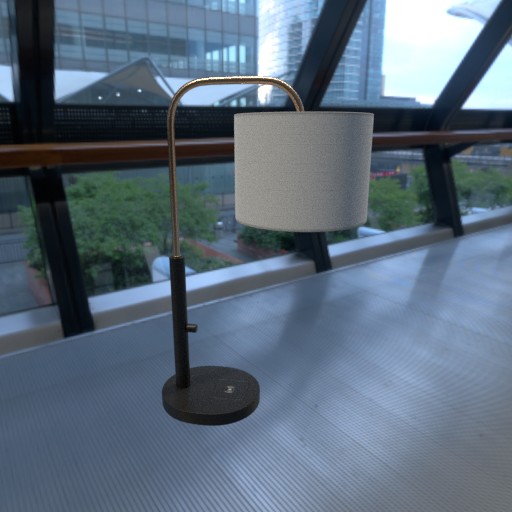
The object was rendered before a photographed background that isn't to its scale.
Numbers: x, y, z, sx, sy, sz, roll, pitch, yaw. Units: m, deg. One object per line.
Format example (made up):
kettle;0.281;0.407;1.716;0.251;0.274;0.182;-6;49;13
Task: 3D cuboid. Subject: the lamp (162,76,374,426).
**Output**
lamp;0.000;0.000;0.713;0.337;0.540;0.199;3;16;9
